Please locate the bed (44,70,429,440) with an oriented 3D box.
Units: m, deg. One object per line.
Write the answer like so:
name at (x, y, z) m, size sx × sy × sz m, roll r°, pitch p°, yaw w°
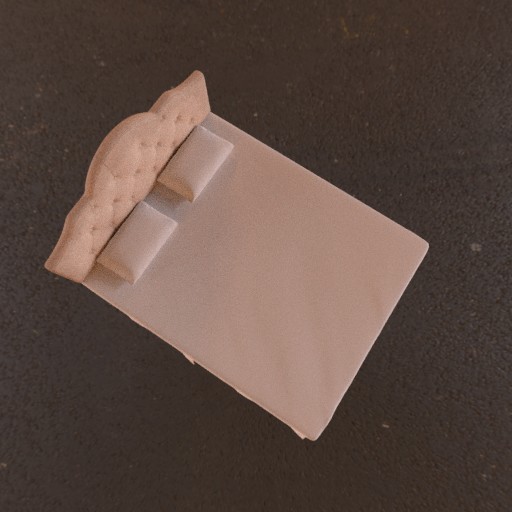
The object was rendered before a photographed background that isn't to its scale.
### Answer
bed at (0.000, 0.000, 2.882) m, size 1.970 × 1.194 × 1.667 m, roll 32°, pitch 79°, yaw 7°
